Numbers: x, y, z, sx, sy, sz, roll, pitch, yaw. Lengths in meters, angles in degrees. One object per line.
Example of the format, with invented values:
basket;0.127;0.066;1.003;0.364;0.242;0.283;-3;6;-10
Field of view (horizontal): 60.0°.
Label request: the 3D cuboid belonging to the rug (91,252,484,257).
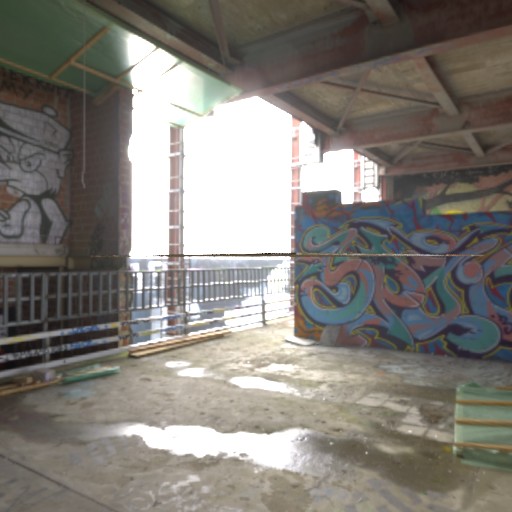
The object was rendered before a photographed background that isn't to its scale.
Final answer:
rug;0.000;0.000;2.382;1.216;0.006;1.828;0;0;-36
